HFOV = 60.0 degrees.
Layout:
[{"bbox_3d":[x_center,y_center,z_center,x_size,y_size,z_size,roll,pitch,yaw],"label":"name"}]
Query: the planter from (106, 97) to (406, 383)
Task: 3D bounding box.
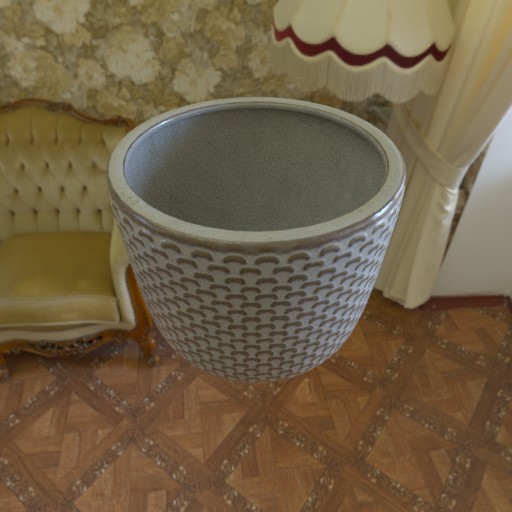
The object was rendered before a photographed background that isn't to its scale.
[{"bbox_3d":[0.000,0.000,0.250,0.139,0.130,0.139,0,41,0],"label":"planter"}]
